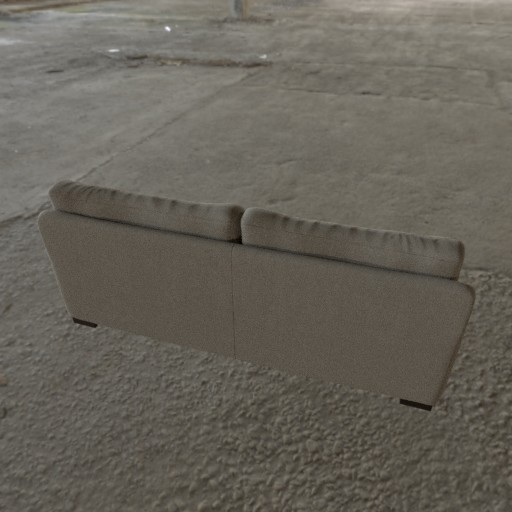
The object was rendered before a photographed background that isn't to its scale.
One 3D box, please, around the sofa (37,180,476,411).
[{"bbox_3d":[0.000,0.000,2.765,2.354,0.980,0.962,10,35,15],"label":"sofa"}]
